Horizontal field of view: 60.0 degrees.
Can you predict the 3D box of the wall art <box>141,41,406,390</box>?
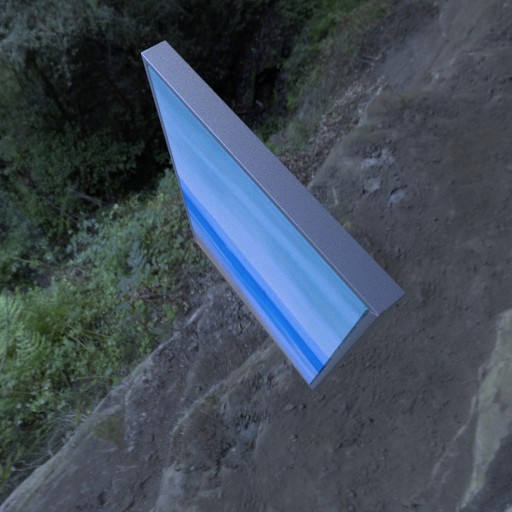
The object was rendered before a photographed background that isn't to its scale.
[{"bbox_3d":[0.000,0.000,0.761,0.039,0.553,0.445,-35,70,-14],"label":"wall art"}]
